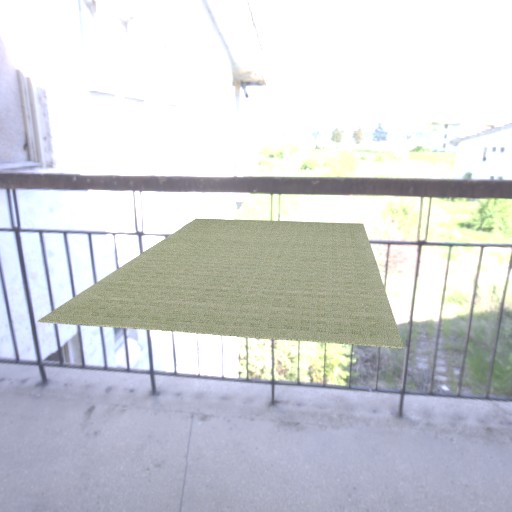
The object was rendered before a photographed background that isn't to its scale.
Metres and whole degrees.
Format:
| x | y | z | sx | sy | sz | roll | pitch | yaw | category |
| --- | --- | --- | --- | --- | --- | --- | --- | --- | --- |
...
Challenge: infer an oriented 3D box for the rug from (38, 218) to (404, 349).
| x | y | z | sx | sy | sz | roll | pitch | yaw | category |
| --- | --- | --- | --- | --- | --- | --- | --- | --- | --- |
| 0.000 | 0.000 | 2.171 | 1.143 | 0.006 | 1.747 | 3 | 16 | 9 | rug |
